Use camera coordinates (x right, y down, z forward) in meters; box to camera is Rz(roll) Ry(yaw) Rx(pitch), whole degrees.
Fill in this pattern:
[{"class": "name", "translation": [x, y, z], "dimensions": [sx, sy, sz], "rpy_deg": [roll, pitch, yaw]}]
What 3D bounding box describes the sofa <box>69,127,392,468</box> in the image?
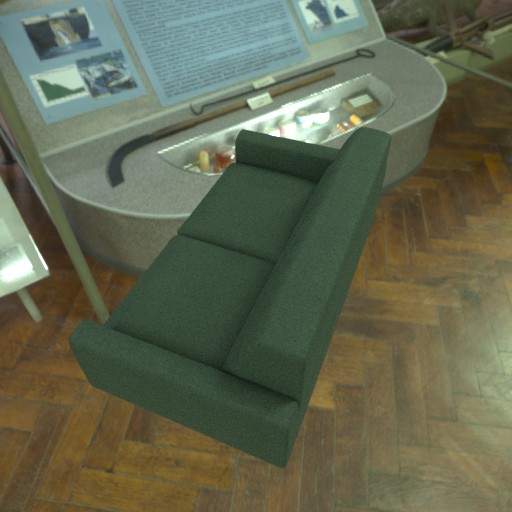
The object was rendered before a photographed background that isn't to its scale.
[{"class": "sofa", "translation": [0.000, 0.000, 2.158], "dimensions": [0.909, 0.841, 1.631], "rpy_deg": [17, 49, 15]}]
